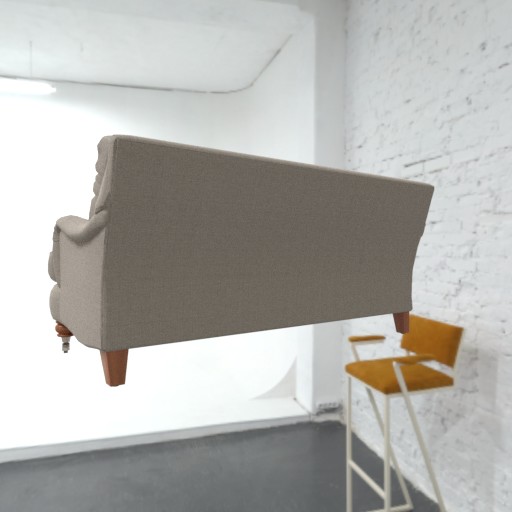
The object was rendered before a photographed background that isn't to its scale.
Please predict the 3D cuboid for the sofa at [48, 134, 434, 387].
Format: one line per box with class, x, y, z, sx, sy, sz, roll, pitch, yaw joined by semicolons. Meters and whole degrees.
sofa;0.000;0.000;2.676;2.160;1.054;1.087;0;1;-37
